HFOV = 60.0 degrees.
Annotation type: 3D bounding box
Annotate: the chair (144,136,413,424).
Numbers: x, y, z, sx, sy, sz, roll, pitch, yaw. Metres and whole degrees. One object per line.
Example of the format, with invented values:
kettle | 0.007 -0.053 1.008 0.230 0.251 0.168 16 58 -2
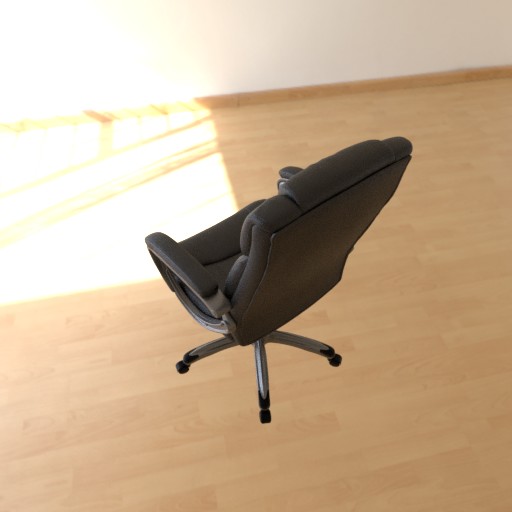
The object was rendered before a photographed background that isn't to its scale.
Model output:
chair | 0.000 0.000 1.593 0.721 1.130 0.719 -29 53 -25
